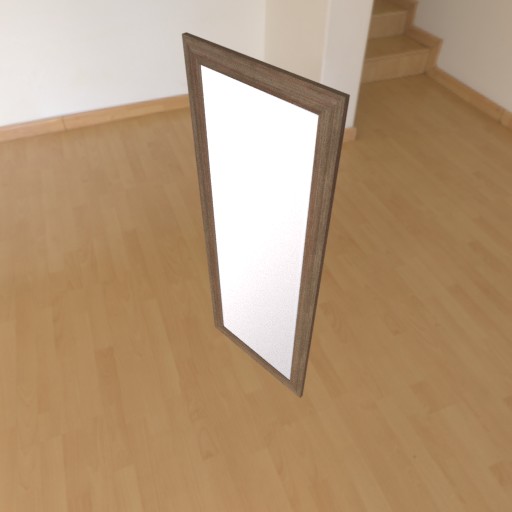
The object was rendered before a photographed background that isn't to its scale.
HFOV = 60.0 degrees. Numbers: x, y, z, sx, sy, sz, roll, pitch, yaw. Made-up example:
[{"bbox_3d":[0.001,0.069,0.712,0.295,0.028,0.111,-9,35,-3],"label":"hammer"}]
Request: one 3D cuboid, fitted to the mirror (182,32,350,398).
[{"bbox_3d":[0.000,0.000,2.341,0.812,2.032,0.025,34,55,29],"label":"mirror"}]
